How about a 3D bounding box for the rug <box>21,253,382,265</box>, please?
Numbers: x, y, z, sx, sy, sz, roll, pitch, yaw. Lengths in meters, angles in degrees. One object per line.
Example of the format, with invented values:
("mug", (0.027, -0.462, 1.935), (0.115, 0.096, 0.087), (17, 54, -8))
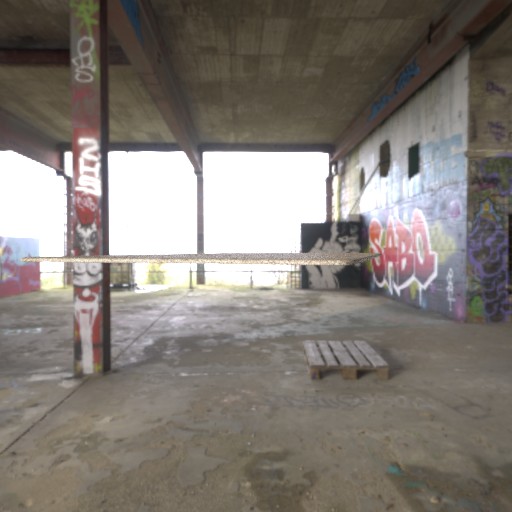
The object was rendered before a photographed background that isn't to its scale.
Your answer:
("rug", (0.000, 0.000, 2.992), (1.539, 0.024, 2.469), (0, 1, 18))
